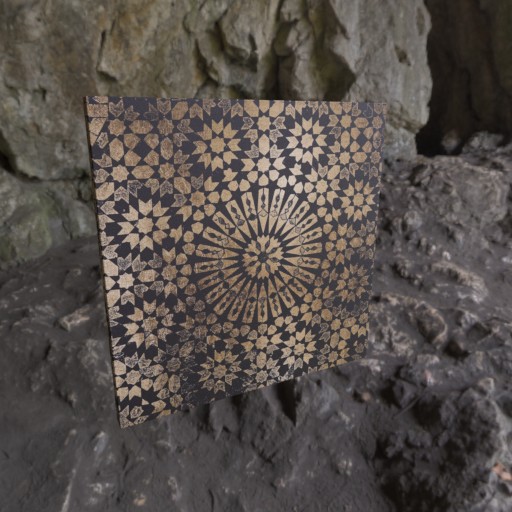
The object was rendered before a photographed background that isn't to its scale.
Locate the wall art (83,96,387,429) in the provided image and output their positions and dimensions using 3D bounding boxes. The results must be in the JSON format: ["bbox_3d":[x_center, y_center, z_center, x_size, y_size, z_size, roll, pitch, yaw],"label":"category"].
[{"bbox_3d":[0.000,0.000,0.922,0.612,0.612,0.038,-8,19,-26],"label":"wall art"}]
